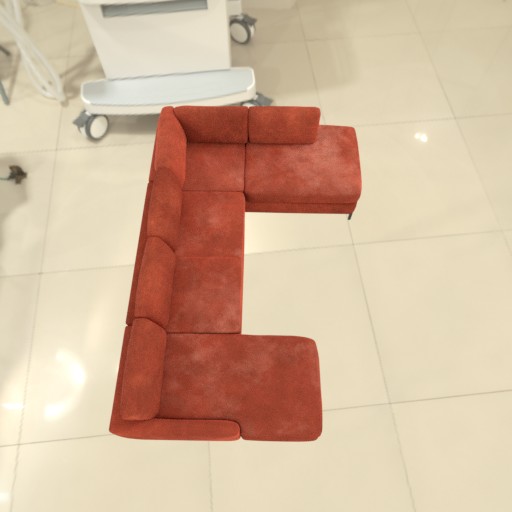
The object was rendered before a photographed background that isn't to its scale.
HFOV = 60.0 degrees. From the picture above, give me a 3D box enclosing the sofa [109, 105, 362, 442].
[{"bbox_3d":[0.000,0.000,3.853,1.981,0.858,2.971,1,63,0],"label":"sofa"}]
